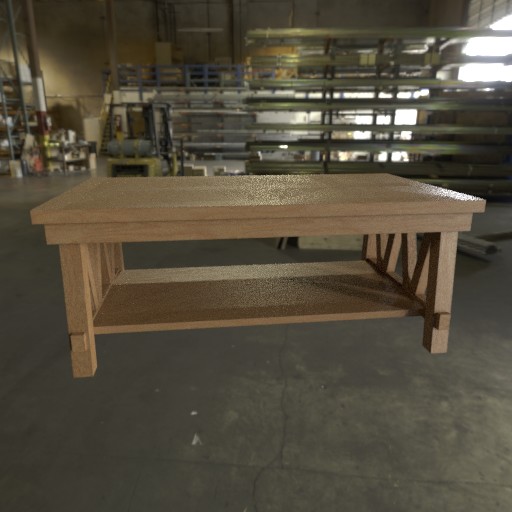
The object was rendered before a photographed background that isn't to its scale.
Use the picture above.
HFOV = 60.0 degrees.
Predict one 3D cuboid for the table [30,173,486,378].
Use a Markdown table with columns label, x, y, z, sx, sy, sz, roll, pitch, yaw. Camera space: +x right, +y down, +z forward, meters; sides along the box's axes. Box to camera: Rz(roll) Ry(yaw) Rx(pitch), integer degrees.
| label | x | y | z | sx | sy | sz | roll | pitch | yaw |
| --- | --- | --- | --- | --- | --- | --- | --- | --- | --- |
| table | 0.000 | 0.000 | 1.634 | 1.270 | 0.507 | 0.711 | -2 | 17 | -7 |
